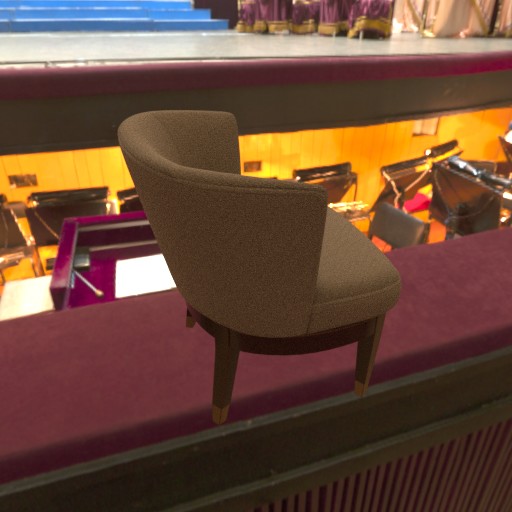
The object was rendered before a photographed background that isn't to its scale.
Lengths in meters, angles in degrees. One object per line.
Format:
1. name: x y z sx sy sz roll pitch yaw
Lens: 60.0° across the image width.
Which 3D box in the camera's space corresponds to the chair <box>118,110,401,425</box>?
1. chair: 0.000 0.000 1.279 0.660 0.760 0.700 -9 31 -15
